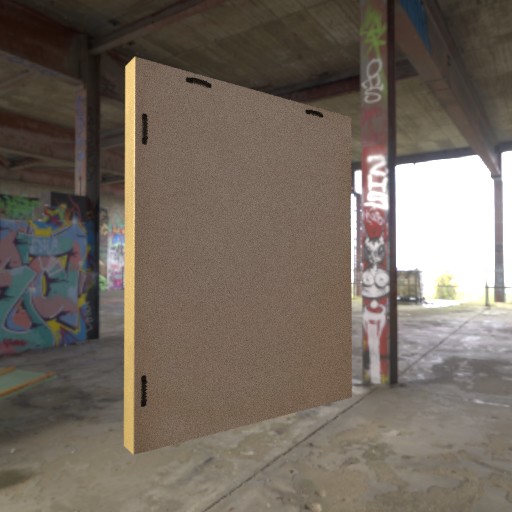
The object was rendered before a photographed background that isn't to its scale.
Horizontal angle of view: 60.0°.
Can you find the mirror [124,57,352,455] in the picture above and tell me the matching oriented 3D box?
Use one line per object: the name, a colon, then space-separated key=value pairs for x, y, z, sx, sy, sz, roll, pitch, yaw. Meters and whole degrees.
mirror: x=0.000 y=0.000 z=0.695 sx=0.405 sy=0.508 sz=0.041 roll=1 pitch=-1 yaw=-36
